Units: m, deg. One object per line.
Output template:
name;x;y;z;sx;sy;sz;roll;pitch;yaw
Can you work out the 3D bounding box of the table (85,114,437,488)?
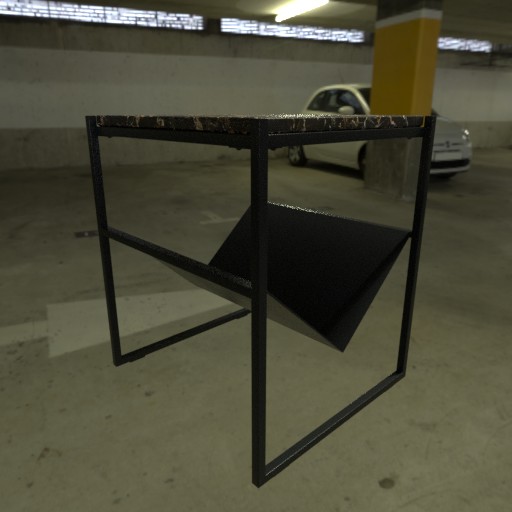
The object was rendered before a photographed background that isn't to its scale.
table;0.000;0.000;0.883;0.432;0.534;0.469;-16;24;-41
